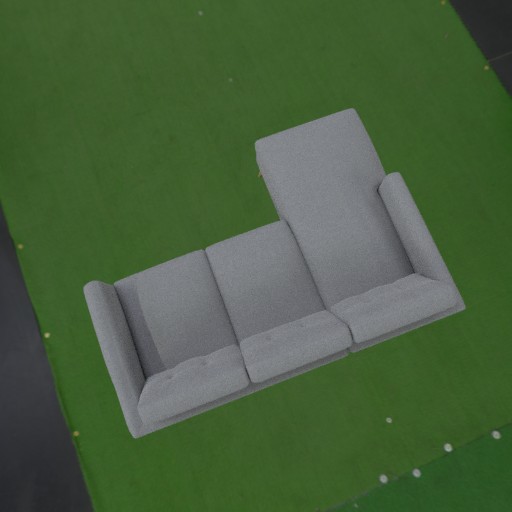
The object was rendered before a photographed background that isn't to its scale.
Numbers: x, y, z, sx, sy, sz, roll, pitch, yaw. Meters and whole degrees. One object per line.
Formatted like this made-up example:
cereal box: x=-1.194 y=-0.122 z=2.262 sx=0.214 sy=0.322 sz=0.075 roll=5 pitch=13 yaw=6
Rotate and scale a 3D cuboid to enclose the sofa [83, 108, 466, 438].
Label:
sofa: x=0.000 y=0.000 z=2.825 sx=2.040 sy=0.860 sz=1.530 roll=-20 pitch=77 yaw=-5
